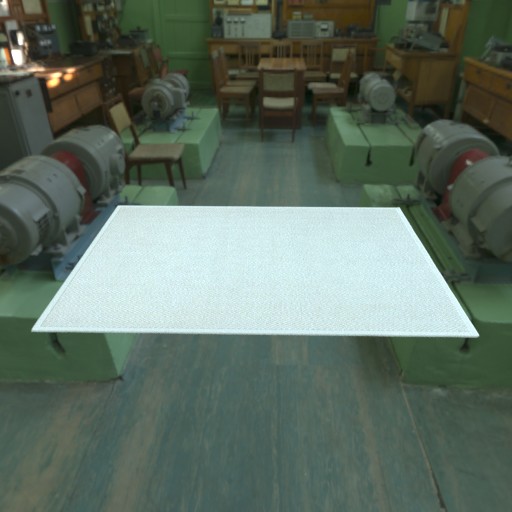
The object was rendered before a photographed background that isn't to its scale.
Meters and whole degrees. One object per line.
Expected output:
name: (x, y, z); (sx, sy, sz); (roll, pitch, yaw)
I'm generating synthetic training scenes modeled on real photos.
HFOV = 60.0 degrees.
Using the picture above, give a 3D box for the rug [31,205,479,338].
rug: (0.000, 0.000, 2.863); (2.244, 0.017, 1.532); (1, 31, 1)
